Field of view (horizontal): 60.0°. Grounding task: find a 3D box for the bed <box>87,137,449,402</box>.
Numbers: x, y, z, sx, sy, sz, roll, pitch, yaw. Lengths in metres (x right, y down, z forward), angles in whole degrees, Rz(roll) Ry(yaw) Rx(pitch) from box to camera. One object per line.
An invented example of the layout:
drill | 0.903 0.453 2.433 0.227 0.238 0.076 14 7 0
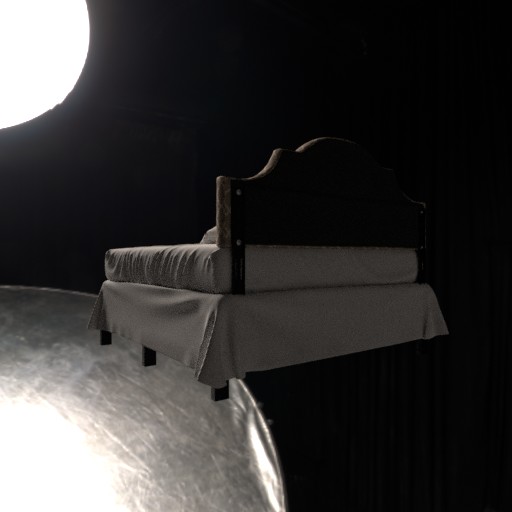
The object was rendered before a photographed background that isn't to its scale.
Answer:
bed | 0.000 0.000 3.800 2.314 1.601 2.222 0 0 -37
